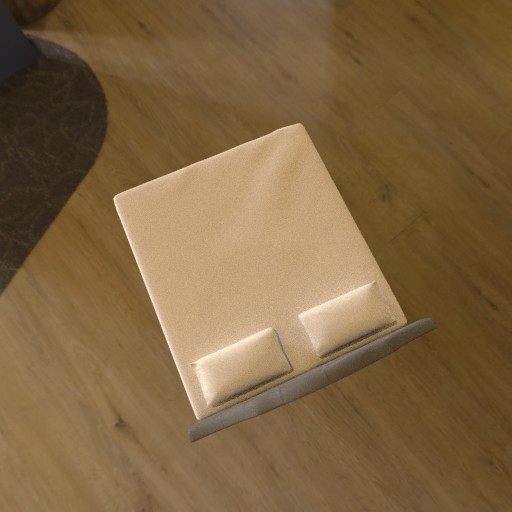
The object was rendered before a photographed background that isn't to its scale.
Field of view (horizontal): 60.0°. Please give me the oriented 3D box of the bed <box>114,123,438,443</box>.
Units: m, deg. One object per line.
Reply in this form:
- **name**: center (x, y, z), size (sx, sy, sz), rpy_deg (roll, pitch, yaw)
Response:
- **bed**: center (0.000, 0.000, 3.667), size (2.008, 1.615, 2.214), rpy_deg (-23, 76, -6)
